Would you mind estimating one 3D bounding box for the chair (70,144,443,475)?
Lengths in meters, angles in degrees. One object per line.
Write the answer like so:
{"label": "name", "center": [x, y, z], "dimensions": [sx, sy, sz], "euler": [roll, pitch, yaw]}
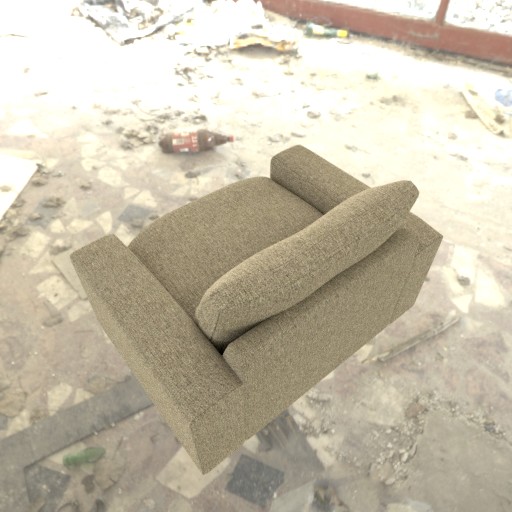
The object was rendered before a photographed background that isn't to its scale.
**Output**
{"label": "chair", "center": [0.000, 0.000, 2.081], "dimensions": [1.398, 0.915, 1.039], "euler": [-31, 54, -25]}
